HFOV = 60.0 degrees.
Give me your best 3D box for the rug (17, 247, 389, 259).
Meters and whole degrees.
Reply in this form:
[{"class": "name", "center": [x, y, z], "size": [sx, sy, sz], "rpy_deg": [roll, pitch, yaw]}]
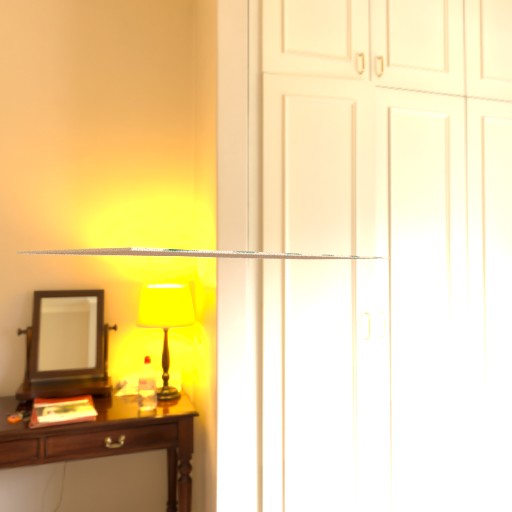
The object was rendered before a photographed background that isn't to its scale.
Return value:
[{"class": "rug", "center": [0.000, 0.000, 2.655], "size": [0.768, 0.012, 2.438], "rpy_deg": [-1, -1, 36]}]
